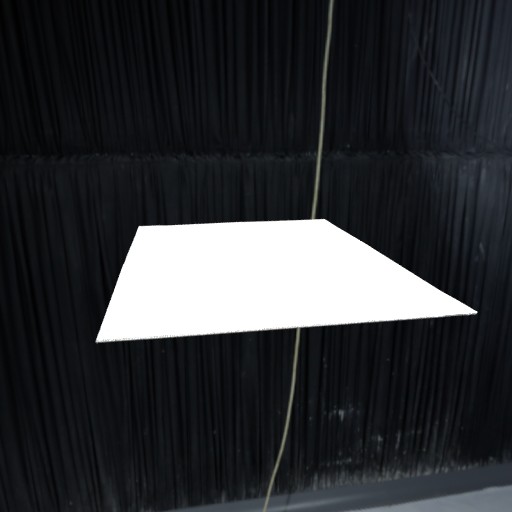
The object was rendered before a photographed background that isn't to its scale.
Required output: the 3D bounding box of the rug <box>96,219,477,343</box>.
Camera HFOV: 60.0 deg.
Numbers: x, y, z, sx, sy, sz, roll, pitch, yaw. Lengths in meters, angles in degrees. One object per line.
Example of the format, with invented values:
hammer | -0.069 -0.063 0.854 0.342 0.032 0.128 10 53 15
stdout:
rug | 0.000 0.000 5.015 2.873 0.053 3.778 -3 16 -9
